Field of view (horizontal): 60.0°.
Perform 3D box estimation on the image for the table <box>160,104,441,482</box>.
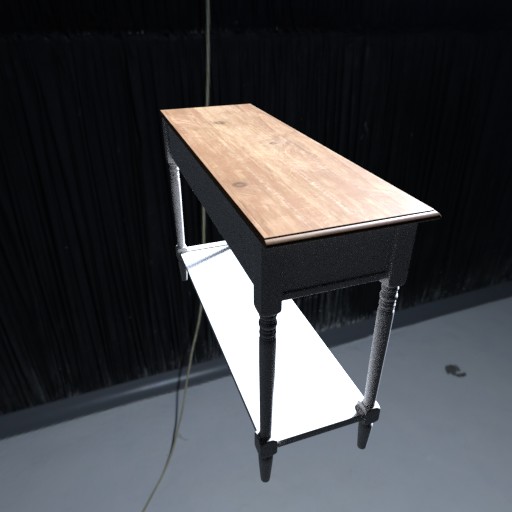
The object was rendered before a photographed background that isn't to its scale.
[{"bbox_3d":[0.000,0.000,1.574,0.399,0.800,1.219,-10,31,-17],"label":"table"}]
